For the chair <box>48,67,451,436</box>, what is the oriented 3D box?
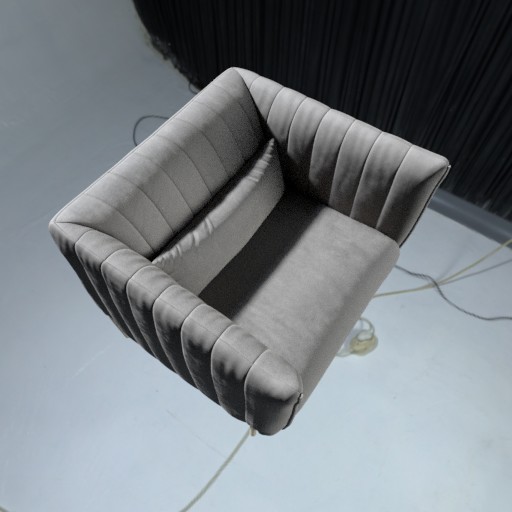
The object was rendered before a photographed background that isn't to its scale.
[{"bbox_3d":[0.000,0.000,1.639,0.873,0.779,0.981,31,63,18],"label":"chair"}]
